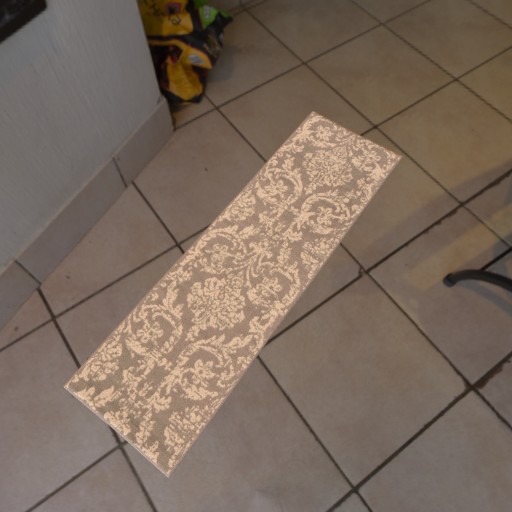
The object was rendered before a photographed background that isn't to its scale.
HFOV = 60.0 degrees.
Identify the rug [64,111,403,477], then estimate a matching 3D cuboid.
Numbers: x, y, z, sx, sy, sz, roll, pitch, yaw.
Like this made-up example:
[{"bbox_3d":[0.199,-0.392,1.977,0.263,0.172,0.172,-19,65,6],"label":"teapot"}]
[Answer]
[{"bbox_3d":[0.000,0.000,2.418,0.662,0.011,2.196,33,67,16],"label":"rug"}]
